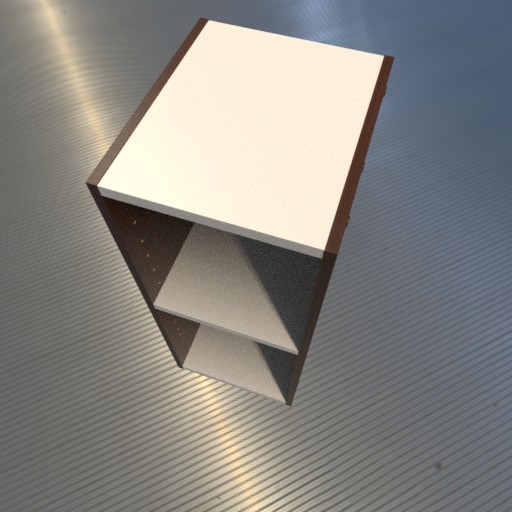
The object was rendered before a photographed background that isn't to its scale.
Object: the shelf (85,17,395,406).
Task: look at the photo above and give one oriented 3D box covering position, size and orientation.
[{"bbox_3d":[0.000,0.000,0.735,0.253,0.600,0.290,16,60,10],"label":"shelf"}]
